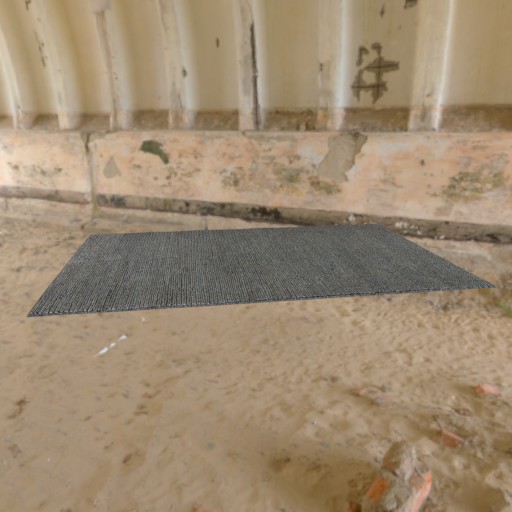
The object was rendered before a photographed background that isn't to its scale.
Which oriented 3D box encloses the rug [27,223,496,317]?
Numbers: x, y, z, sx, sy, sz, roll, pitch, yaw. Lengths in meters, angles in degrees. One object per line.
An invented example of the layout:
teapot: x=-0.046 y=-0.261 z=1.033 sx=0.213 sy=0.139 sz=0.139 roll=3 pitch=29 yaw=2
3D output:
rug: x=0.000 y=0.000 z=2.985 sx=2.443 sy=0.021 sz=1.538 roll=-3 pitch=17 yaw=-9
